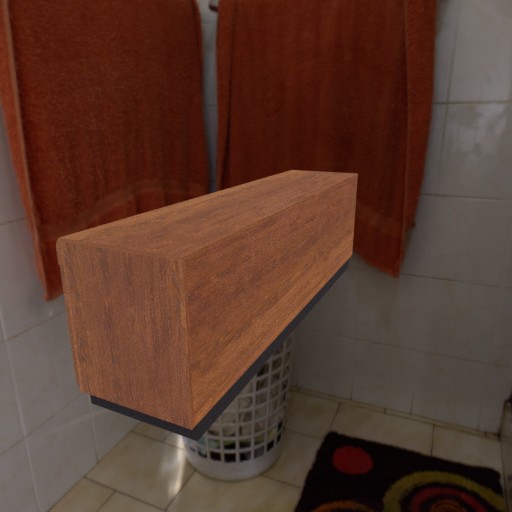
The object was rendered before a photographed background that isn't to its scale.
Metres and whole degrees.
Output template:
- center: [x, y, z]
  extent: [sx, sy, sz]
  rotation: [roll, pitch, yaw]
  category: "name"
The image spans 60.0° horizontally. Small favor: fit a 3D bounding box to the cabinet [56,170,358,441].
- center: [0.000, 0.000, 1.808]
  extent: [0.419, 0.510, 1.600]
  rotation: [8, 19, 24]
  category: "cabinet"
